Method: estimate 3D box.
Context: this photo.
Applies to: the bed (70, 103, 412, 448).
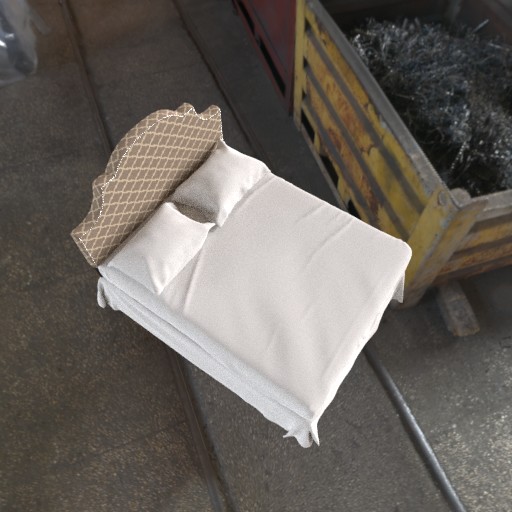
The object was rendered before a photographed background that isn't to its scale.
[{"bbox_3d":[0.000,0.000,3.410,2.222,1.633,1.780,31,64,17],"label":"bed"}]
